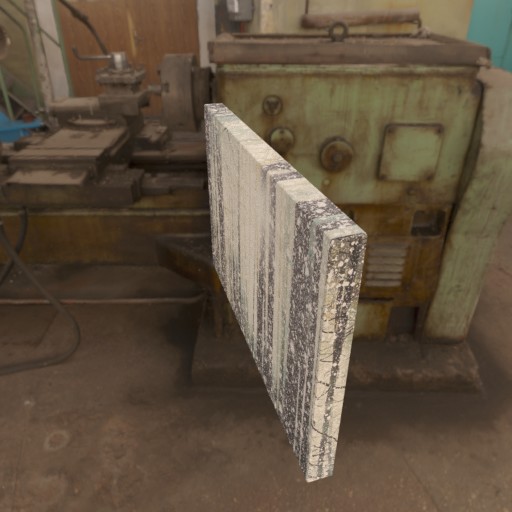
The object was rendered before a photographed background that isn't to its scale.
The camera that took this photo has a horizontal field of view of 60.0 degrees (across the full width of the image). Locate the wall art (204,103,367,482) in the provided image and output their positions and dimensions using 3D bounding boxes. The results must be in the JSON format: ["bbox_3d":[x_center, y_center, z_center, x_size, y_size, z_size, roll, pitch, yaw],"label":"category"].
[{"bbox_3d":[0.000,0.000,0.789,0.042,0.398,0.618,-9,32,-14],"label":"wall art"}]
